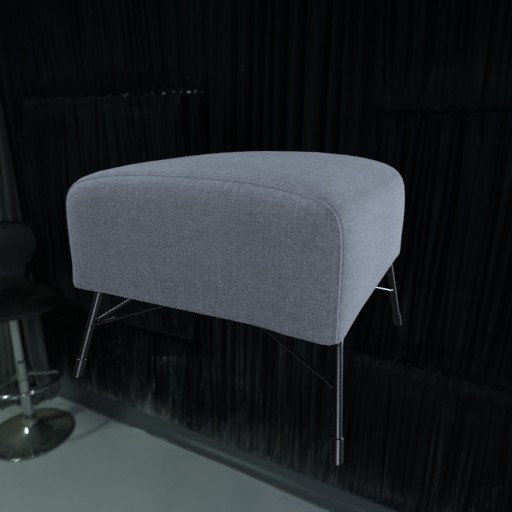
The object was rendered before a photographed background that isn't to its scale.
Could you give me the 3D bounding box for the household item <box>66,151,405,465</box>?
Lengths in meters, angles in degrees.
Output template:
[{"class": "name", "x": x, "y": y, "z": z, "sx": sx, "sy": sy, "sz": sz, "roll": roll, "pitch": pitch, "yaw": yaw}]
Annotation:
[{"class": "household item", "x": 0.000, "y": 0.000, "z": 0.905, "sx": 0.530, "sy": 0.410, "sz": 0.530, "roll": 8, "pitch": 18, "yaw": 25}]
